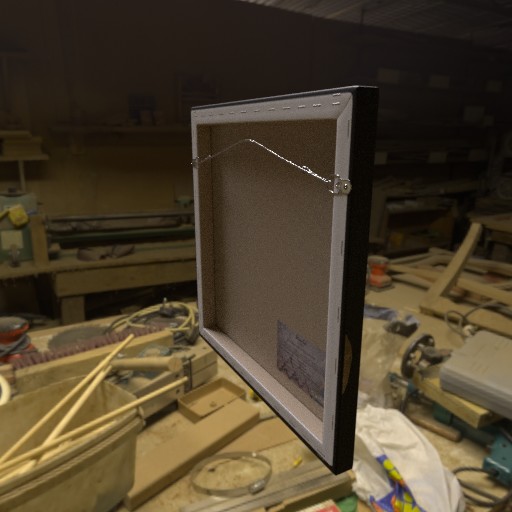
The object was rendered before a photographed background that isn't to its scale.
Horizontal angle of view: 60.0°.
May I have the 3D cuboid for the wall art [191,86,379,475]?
[{"bbox_3d":[0.000,0.000,0.918,0.043,0.611,0.610,-8,18,-28],"label":"wall art"}]
